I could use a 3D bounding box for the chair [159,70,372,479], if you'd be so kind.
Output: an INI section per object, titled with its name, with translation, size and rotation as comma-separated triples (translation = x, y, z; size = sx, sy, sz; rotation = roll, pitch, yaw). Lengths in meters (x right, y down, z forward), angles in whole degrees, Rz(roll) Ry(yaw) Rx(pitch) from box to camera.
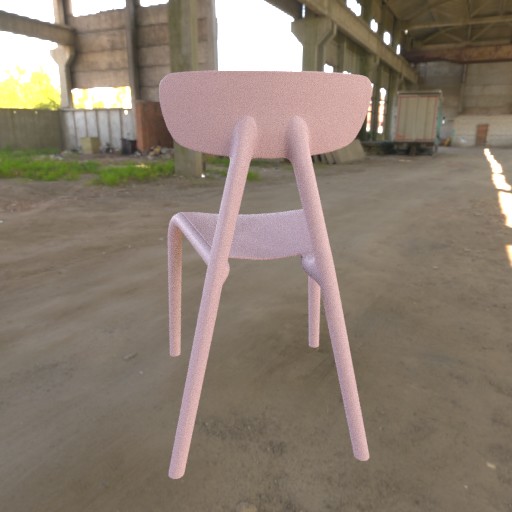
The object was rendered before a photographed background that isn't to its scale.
[chair]
translation = 0.000, 0.000, 0.797
size = 0.356, 0.580, 0.401
rotation = -2, 16, -7
